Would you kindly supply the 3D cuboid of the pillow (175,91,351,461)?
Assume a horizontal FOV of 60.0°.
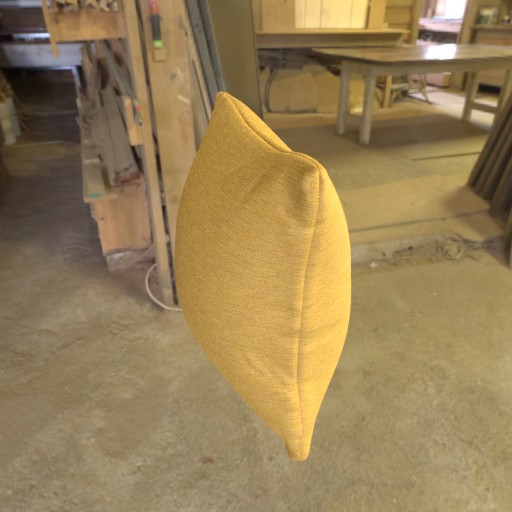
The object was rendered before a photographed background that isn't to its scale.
[{"bbox_3d":[0.000,0.000,0.680,0.247,0.417,0.435,-8,31,-14],"label":"pillow"}]
